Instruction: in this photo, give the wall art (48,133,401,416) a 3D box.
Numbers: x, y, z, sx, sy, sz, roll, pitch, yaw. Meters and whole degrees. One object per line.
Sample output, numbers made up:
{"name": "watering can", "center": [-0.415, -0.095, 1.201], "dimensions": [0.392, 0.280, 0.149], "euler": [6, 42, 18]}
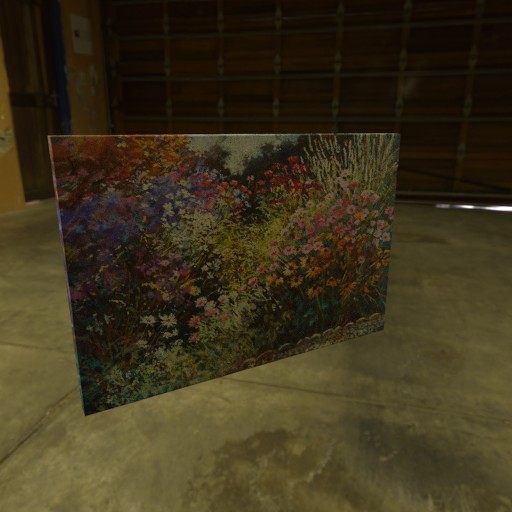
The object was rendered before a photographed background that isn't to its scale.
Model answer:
{"name": "wall art", "center": [0.000, 0.000, 0.769], "dimensions": [0.610, 0.406, 0.037], "euler": [-9, 18, -28]}
